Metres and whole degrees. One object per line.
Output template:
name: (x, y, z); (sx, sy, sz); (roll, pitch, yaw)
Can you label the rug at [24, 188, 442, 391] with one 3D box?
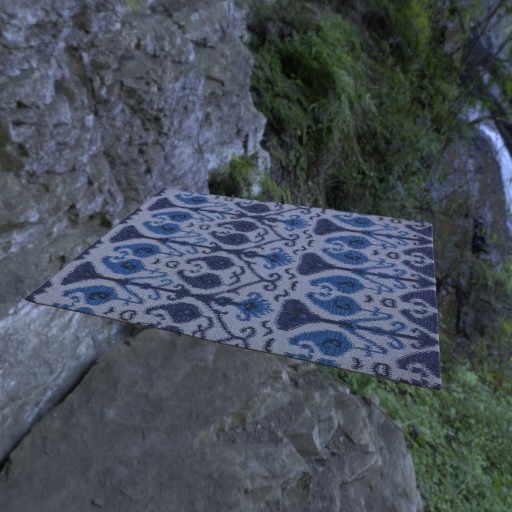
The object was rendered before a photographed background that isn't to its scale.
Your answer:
rug: (0.000, 0.000, 4.205); (3.228, 0.024, 2.443); (9, 33, 15)
